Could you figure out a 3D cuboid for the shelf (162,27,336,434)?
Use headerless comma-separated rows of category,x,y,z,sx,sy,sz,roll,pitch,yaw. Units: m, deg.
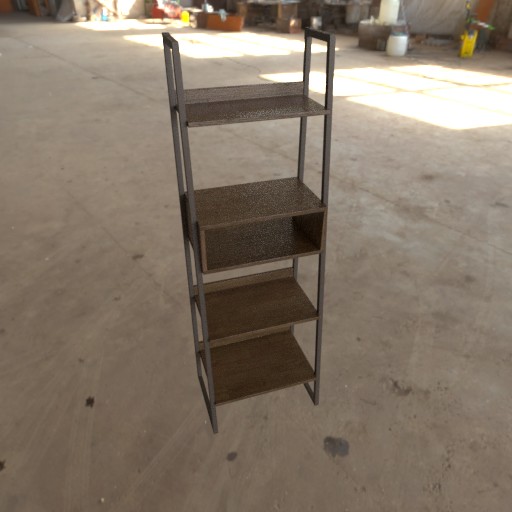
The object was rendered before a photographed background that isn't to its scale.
shelf,0.000,0.000,2.234,0.652,2.005,0.454,-10,34,-15
